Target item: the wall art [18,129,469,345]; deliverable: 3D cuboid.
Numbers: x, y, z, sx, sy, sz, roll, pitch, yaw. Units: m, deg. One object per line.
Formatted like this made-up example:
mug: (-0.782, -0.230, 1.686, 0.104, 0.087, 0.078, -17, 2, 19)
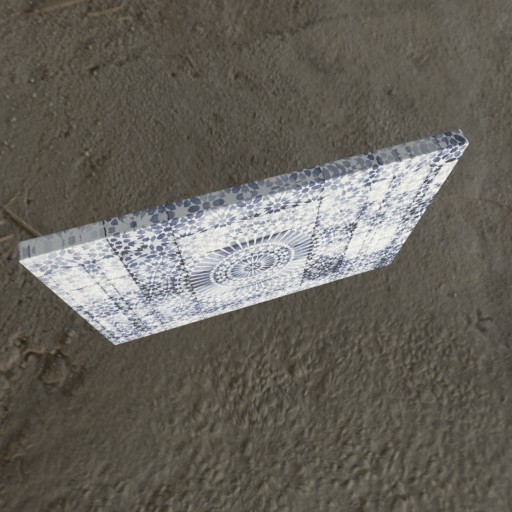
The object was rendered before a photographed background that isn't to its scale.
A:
wall art: (0.000, 0.000, 0.761, 0.608, 0.406, 0.030, -16, 65, -7)
